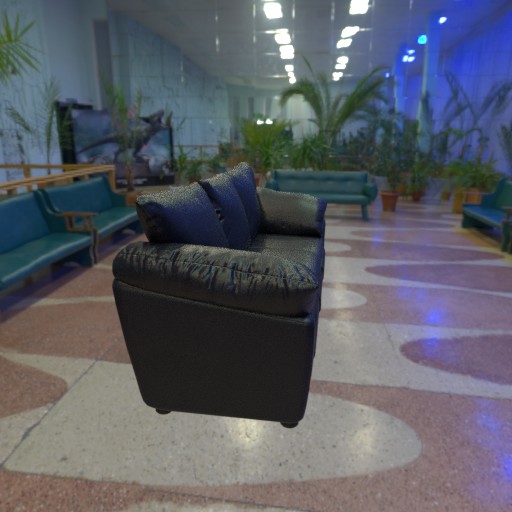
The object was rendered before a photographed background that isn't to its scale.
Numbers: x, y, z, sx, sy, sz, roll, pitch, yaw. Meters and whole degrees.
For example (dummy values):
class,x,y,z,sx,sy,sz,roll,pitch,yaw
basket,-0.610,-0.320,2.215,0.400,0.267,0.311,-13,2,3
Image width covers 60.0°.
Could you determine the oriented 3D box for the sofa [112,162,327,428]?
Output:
class,x,y,z,sx,sy,sz,roll,pitch,yaw
sofa,0.000,0.000,2.892,0.880,1.073,2.336,3,16,9
